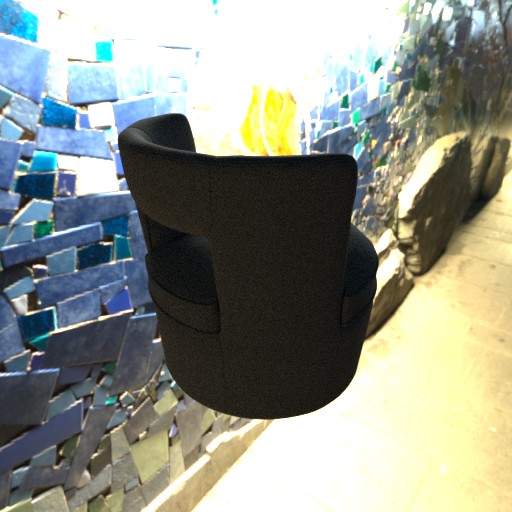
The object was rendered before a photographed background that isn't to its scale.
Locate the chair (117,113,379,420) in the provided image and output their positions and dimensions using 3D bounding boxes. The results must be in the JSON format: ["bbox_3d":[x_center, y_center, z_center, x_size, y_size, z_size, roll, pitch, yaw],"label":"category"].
[{"bbox_3d":[0.000,0.000,1.258,0.660,0.719,0.689,-19,32,-34],"label":"chair"}]
